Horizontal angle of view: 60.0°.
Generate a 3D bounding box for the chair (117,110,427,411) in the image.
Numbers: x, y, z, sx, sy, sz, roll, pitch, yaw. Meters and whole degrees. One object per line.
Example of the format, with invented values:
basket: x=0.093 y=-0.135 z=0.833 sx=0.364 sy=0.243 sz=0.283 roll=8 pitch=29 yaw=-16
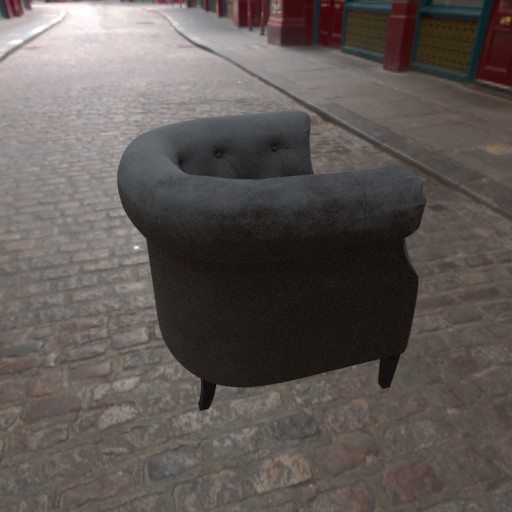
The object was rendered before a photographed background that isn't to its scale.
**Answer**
chair: x=0.000 y=0.000 z=1.569 sx=0.851 sy=0.826 sz=0.904 roll=-9 pitch=32 yaw=-15
